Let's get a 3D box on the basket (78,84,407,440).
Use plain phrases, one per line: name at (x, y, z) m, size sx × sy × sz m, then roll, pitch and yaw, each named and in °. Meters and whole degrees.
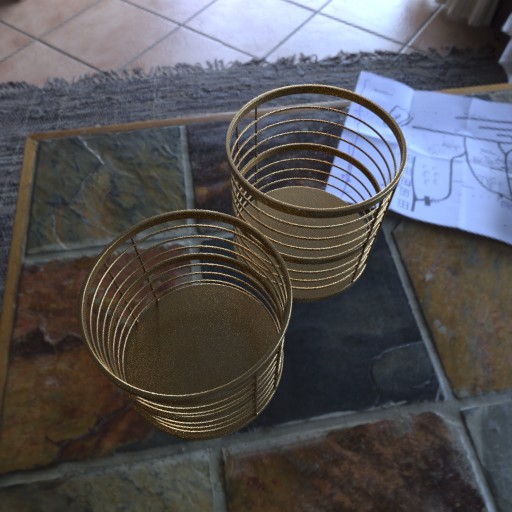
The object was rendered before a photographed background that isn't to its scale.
basket at (0.000, 0.000, 0.935) m, size 0.356 × 0.351 × 0.746 m, roll 32°, pitch 63°, yaw 19°
